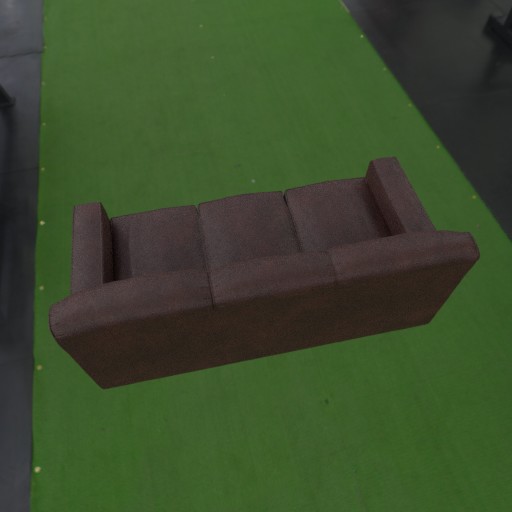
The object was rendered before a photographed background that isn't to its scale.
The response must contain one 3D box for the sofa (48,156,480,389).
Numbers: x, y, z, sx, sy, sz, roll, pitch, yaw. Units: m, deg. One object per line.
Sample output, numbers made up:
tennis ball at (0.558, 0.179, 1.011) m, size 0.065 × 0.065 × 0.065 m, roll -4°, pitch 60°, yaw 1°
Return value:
sofa at (0.000, 0.000, 2.591) m, size 2.039 × 0.953 × 1.008 m, roll -10°, pitch 57°, yaw -7°
